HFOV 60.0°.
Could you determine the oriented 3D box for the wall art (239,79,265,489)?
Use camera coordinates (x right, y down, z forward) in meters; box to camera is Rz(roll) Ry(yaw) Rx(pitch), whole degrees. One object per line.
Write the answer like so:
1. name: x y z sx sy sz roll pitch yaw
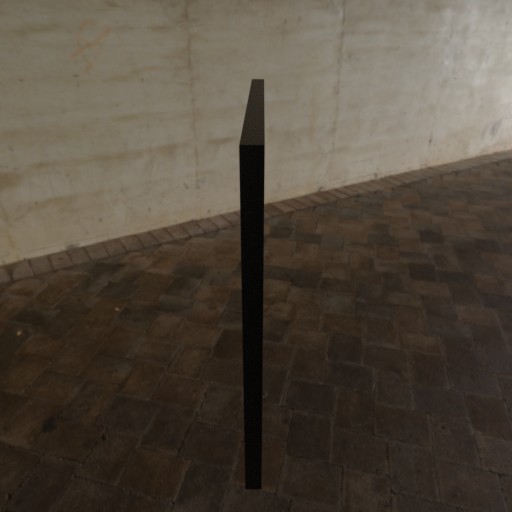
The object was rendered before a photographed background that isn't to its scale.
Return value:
1. wall art: 0.000 0.000 1.126 0.036 0.755 0.756 0 28 1
